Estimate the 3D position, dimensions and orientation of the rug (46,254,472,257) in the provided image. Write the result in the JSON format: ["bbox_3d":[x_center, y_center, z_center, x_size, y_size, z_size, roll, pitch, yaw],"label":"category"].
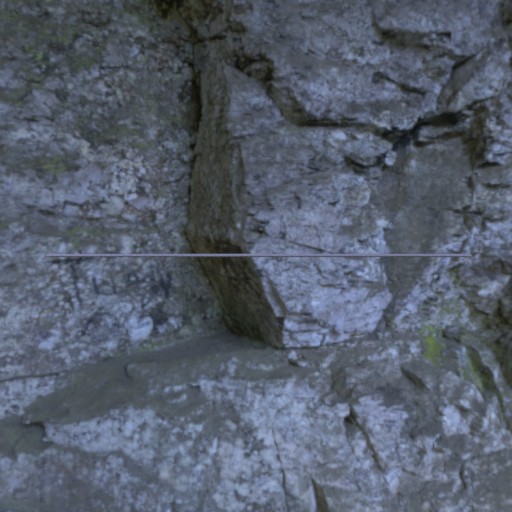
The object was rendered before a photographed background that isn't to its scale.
[{"bbox_3d":[0.000,0.000,2.785,1.600,0.013,2.260,0,0,-1],"label":"rug"}]
